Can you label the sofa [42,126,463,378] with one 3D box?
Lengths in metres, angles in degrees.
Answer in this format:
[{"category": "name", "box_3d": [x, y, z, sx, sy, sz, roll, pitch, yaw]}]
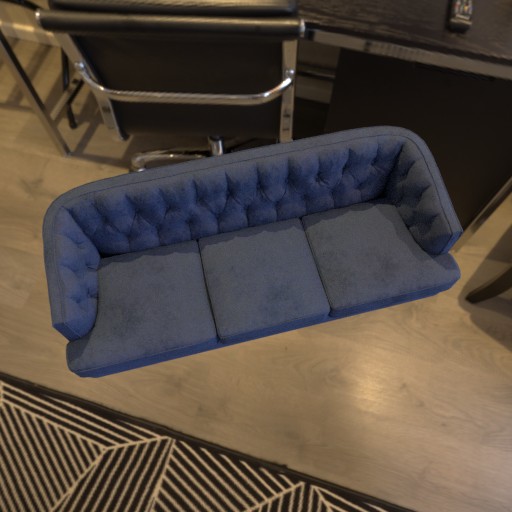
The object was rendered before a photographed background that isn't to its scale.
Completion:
[{"category": "sofa", "box_3d": [0.000, 0.000, 2.678, 2.278, 0.855, 0.941, -13, 64, -6]}]
